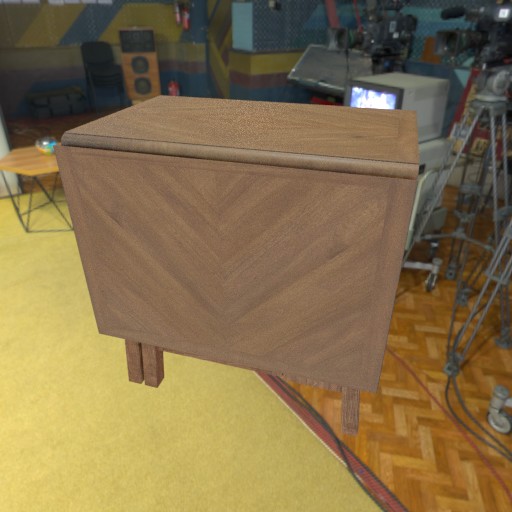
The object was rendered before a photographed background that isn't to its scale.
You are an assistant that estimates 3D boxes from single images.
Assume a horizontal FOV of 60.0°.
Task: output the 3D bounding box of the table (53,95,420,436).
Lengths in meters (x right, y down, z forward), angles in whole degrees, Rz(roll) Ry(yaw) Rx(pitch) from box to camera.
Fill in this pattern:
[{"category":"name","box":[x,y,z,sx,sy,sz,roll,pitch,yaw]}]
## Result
[{"category":"table","box":[0.000,0.000,1.635,0.967,0.981,0.701,9,31,14]}]
